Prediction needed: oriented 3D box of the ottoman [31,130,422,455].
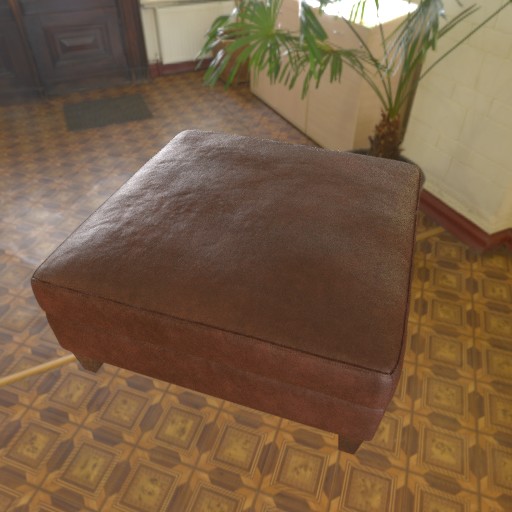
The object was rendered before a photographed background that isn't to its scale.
[{"bbox_3d":[0.000,0.000,1.277,0.836,0.415,0.844,12,42,14],"label":"ottoman"}]
